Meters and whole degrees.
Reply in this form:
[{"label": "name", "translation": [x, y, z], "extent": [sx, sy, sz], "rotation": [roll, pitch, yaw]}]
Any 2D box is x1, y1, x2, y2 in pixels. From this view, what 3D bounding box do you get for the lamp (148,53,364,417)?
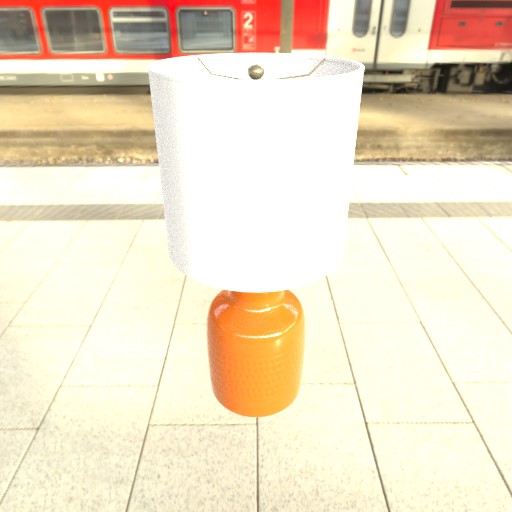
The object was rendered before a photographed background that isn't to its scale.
[{"label": "lamp", "translation": [0.000, 0.000, 1.088], "extent": [0.418, 0.871, 0.418], "rotation": [-1, 30, -2]}]
